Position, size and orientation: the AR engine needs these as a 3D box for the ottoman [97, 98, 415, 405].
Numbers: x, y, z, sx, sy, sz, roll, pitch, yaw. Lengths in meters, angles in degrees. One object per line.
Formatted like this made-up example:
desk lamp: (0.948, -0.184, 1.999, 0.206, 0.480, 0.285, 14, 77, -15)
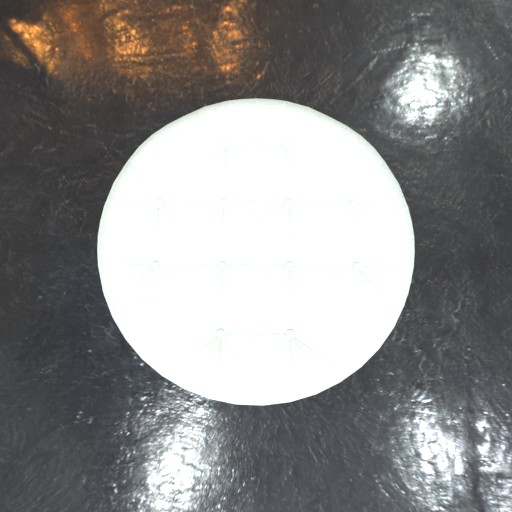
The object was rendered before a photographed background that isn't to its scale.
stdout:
ottoman: (0.000, 0.000, 1.357, 0.850, 0.483, 0.850, 0, 75, 0)
